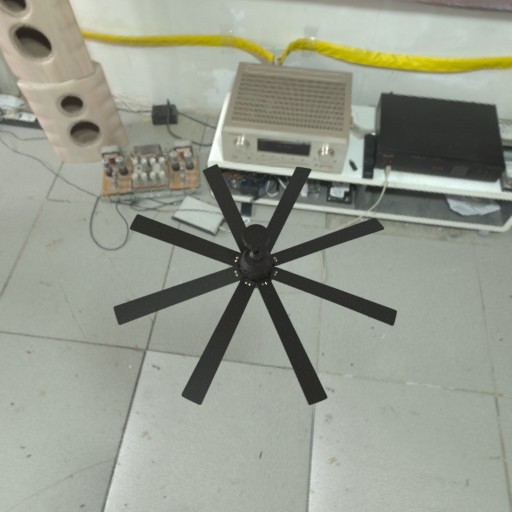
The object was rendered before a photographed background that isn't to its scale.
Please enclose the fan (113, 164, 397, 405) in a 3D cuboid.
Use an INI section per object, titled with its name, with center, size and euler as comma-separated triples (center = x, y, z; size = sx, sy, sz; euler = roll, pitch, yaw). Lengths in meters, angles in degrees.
[fan]
center = 0.000, 0.000, 2.741
size = 1.830, 0.472, 1.830
euler = -19, 61, -11
